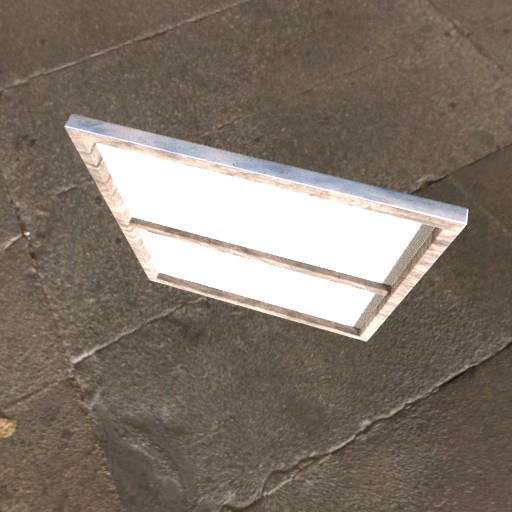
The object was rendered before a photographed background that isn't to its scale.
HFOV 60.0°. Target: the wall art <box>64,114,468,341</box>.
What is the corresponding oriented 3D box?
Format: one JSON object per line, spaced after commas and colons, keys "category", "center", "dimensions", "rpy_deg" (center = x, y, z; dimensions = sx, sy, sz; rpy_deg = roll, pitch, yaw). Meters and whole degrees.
{"category": "wall art", "center": [0.000, 0.000, 1.130], "dimensions": [0.747, 0.747, 0.035], "rpy_deg": [15, 65, 7]}
